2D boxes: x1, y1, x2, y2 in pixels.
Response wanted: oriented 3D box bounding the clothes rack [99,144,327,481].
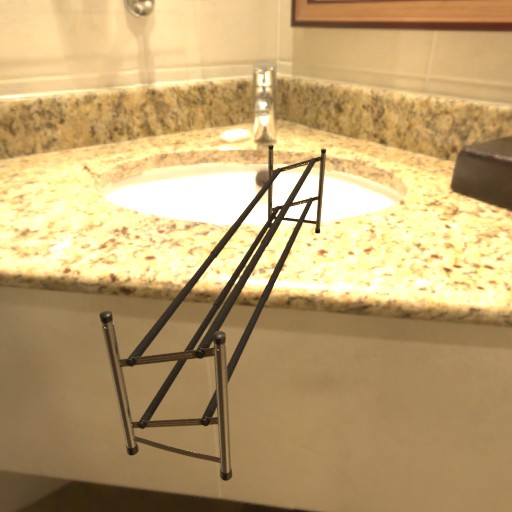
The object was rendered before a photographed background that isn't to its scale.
[{"bbox_3d":[0.000,0.000,1.293,0.229,0.349,1.168,8,30,14],"label":"clothes rack"}]
